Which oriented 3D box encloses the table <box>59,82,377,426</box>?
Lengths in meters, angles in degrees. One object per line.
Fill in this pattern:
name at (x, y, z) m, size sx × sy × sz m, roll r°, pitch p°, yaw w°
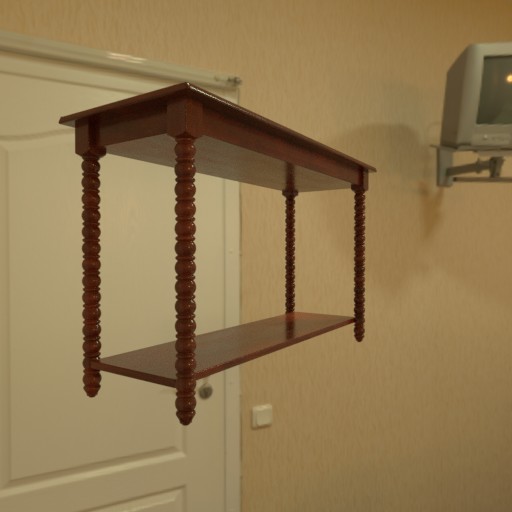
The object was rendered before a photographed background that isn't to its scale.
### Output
table at (0.000, 0.000, 1.527) m, size 0.459 × 0.740 × 1.184 m, roll 1°, pitch 1°, yaw 34°
